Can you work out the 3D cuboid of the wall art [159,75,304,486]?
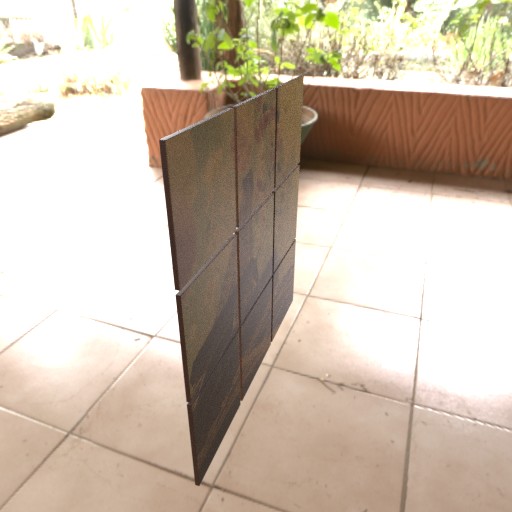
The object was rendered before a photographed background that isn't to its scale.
[{"bbox_3d":[0.000,0.000,1.820,0.017,1.246,1.256,10,30,17],"label":"wall art"}]
